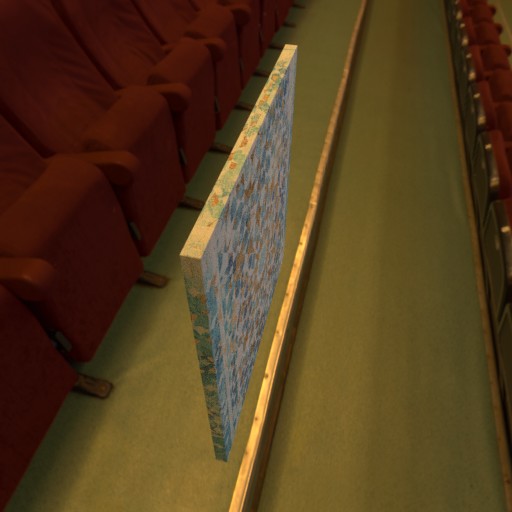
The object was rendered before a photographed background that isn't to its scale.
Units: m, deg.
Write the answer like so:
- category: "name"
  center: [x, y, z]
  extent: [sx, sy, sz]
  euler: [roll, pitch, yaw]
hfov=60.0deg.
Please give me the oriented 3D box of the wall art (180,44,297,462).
- category: "wall art"
  center: [0.000, 0.000, 1.359]
  extent: [0.040, 0.916, 0.916]
  euler: [10, 47, 9]
